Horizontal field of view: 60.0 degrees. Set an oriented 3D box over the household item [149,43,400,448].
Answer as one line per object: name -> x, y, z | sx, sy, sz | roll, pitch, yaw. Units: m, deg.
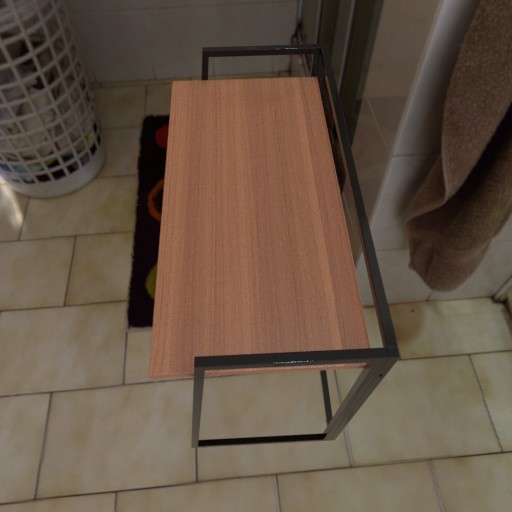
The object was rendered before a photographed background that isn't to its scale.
household item -> 0.000, 0.000, 1.497 | 0.510, 0.860, 1.050 | -2, 57, -2
